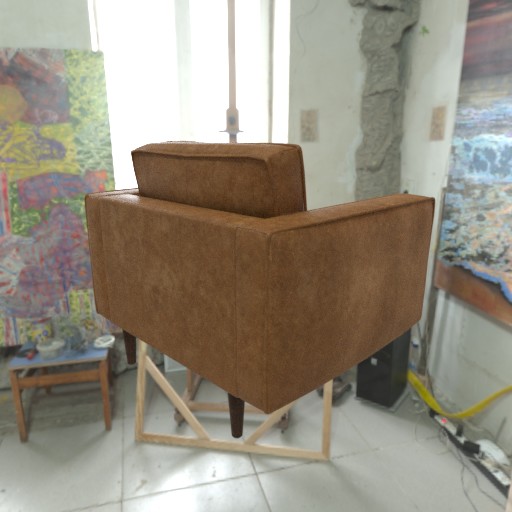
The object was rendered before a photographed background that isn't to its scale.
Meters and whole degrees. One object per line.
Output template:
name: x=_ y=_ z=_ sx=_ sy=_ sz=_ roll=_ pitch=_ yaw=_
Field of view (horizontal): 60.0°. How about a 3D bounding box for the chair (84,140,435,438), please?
chair: x=0.000 y=0.000 z=1.524 sx=0.798 sy=0.767 sz=0.928 roll=-15 pitch=21 yaw=-43
